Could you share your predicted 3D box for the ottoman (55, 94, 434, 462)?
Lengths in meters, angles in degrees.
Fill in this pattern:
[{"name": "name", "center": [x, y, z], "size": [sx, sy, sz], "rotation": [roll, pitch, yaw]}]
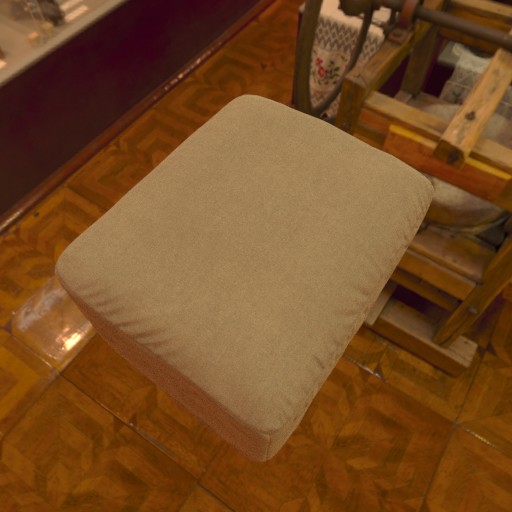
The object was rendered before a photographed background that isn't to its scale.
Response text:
[{"name": "ottoman", "center": [0.000, 0.000, 1.246], "size": [0.683, 0.481, 0.837], "rotation": [32, 64, 17]}]
